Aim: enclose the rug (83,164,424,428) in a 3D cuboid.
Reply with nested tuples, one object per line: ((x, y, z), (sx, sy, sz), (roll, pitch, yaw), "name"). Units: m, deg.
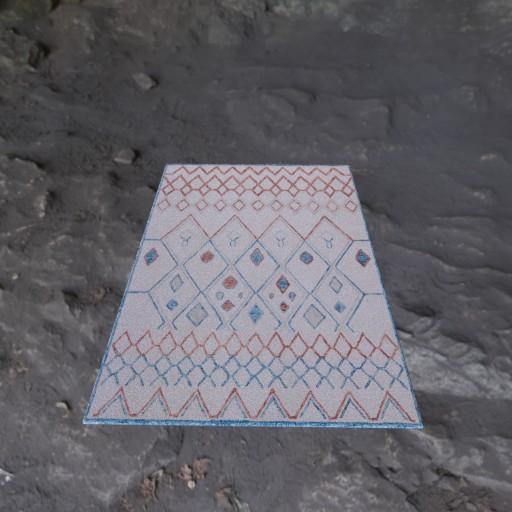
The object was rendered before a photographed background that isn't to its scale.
((0.000, 0.000, 2.265), (1.219, 0.016, 1.829), (1, 42, 1), "rug")
